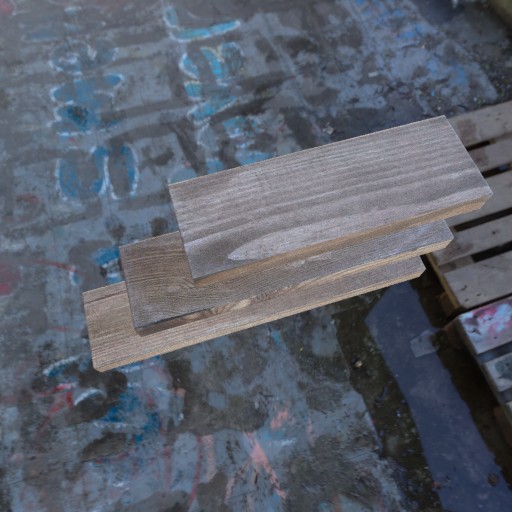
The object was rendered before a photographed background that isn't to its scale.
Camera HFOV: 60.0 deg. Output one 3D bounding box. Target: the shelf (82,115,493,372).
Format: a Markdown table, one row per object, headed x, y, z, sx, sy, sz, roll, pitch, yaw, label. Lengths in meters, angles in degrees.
| x | y | z | sx | sy | sz | roll | pitch | yaw | label |
| --- | --- | --- | --- | --- | --- | --- | --- | --- | --- |
| 0.000 | 0.000 | 0.705 | 0.610 | 0.293 | 0.140 | -16 | 66 | -7 | shelf |
